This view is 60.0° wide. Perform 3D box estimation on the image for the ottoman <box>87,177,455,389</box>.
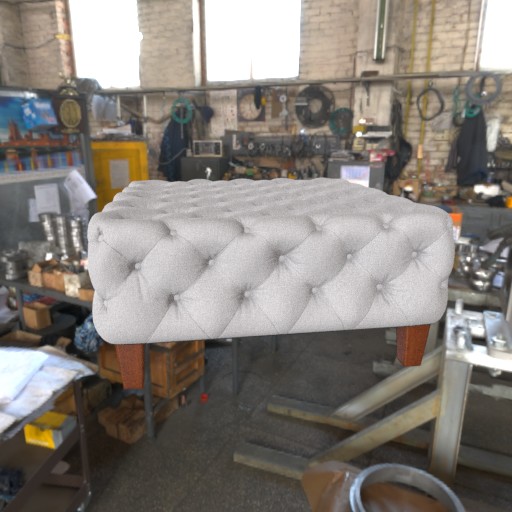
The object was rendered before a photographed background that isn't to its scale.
[{"bbox_3d":[0.000,0.000,1.226,0.764,0.365,0.758,-2,16,-8],"label":"ottoman"}]
